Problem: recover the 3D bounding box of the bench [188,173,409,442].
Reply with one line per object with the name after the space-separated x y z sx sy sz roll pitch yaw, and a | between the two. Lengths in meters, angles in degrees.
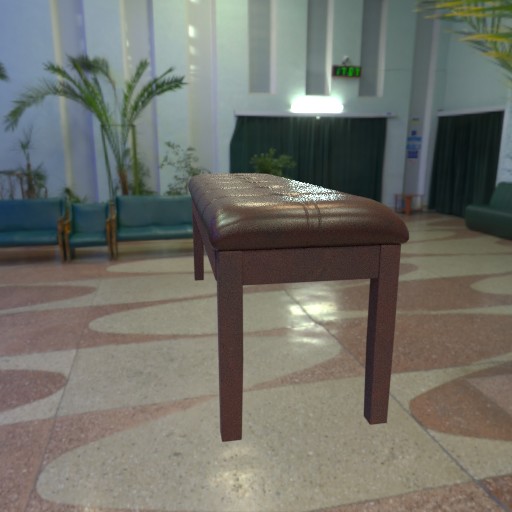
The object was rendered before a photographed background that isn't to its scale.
0.000 0.000 1.478 0.401 0.491 1.259 -2 14 -10 | bench
